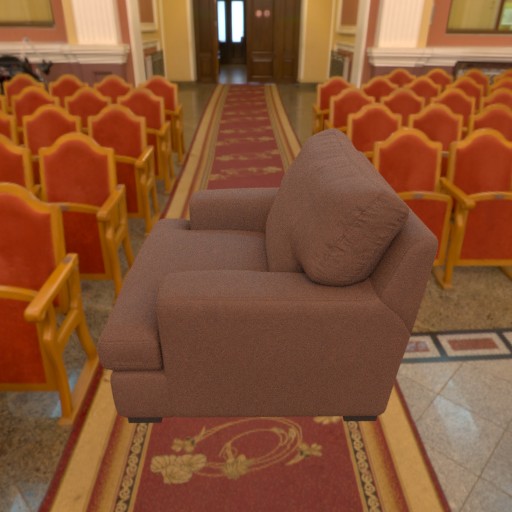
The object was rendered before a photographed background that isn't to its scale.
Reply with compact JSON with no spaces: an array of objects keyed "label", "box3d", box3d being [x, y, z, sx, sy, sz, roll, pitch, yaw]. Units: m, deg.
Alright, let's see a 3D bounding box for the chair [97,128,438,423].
[{"label":"chair","box3d":[0.000,0.000,1.994,1.143,0.940,1.168,0,28,-1]}]
